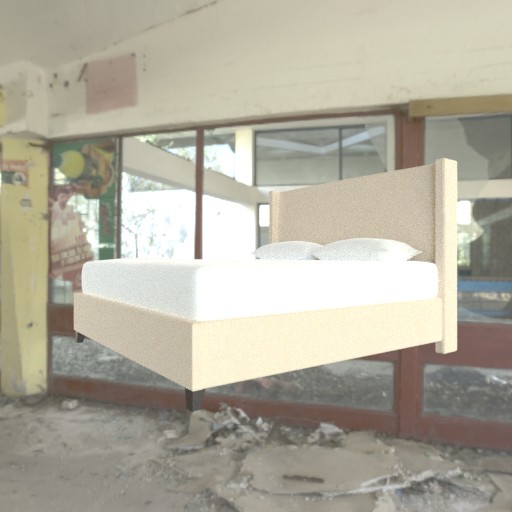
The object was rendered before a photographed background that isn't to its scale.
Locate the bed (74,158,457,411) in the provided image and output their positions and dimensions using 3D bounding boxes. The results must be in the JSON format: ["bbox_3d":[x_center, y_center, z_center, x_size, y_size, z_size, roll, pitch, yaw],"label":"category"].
[{"bbox_3d":[0.000,0.000,3.599,2.293,1.471,2.145,0,0,-36],"label":"bed"}]
